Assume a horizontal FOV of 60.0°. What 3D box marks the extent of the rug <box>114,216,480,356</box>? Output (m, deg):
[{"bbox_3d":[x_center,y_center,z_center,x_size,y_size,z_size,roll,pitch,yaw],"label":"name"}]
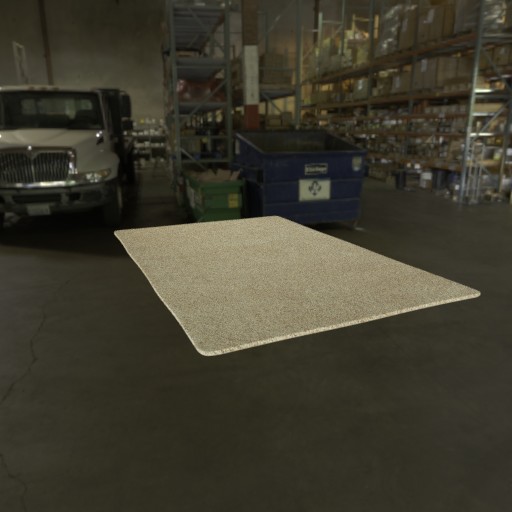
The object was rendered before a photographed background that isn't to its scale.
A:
[{"bbox_3d":[0.000,0.000,3.515,1.801,0.024,2.700,-8,18,-24],"label":"rug"}]
